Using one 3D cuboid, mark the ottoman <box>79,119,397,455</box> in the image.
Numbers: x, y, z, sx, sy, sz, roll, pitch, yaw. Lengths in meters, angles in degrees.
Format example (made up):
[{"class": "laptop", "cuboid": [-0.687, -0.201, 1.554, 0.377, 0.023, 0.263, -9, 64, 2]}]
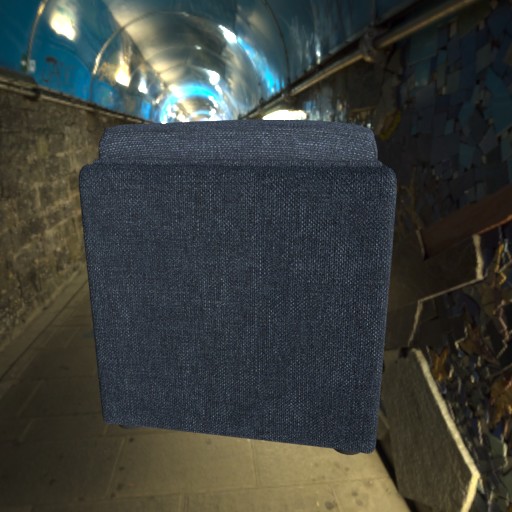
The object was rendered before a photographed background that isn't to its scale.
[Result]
[{"class": "ottoman", "cuboid": [0.000, 0.000, 0.839, 0.436, 0.493, 0.454, 3, 15, 10]}]
